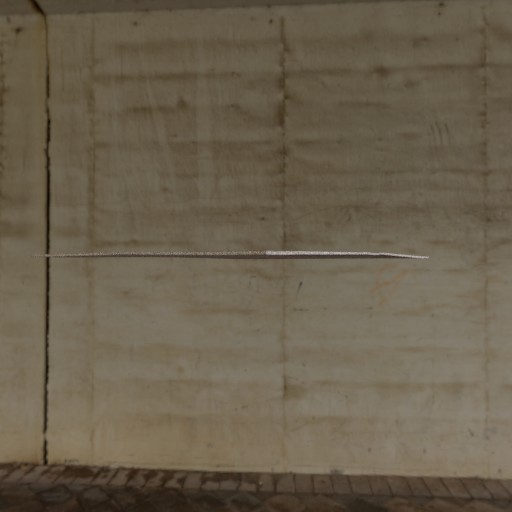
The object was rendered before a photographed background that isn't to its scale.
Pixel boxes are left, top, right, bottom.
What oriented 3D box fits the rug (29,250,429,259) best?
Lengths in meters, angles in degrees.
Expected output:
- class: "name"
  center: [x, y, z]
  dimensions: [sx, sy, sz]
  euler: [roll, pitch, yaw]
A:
- class: "rug"
  center: [0.000, 0.000, 5.107]
  dimensions: [2.873, 0.053, 3.778]
  euler: [-1, -1, 36]
